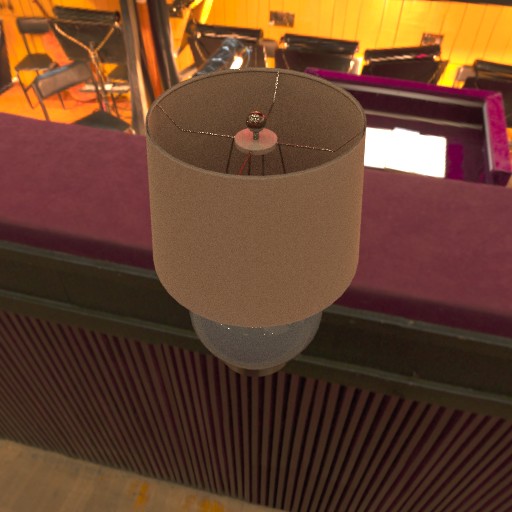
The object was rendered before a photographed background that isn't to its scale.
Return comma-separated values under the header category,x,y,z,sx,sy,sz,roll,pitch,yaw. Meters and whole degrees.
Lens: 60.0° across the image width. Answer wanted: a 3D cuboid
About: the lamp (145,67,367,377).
category,x,y,z,sx,sy,sz,roll,pitch,yaw
lamp,0.000,0.000,0.555,0.247,0.387,0.247,0,46,0
